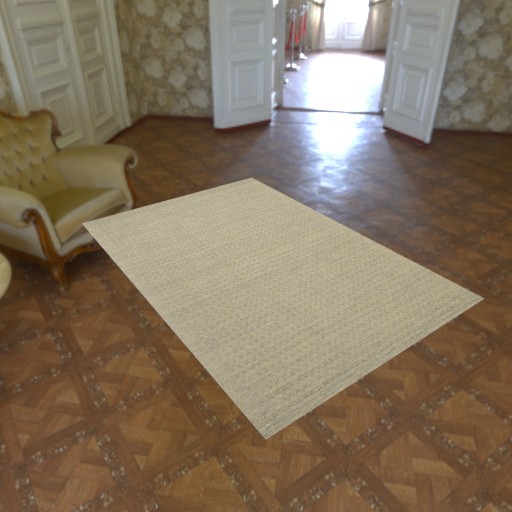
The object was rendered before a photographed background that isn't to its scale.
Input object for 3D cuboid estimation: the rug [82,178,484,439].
[{"bbox_3d":[0.000,0.000,3.715,1.981,0.006,2.895,-21,37,-30],"label":"rug"}]
